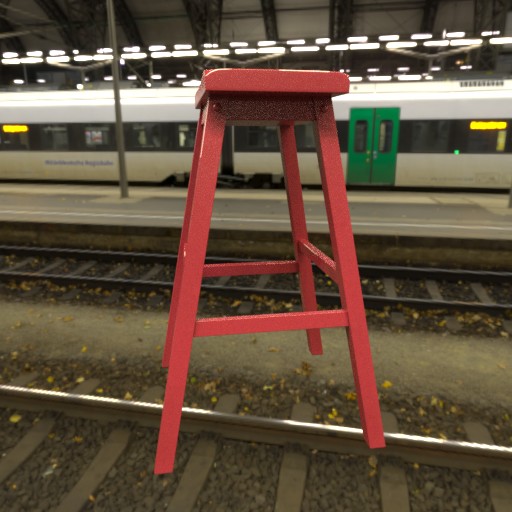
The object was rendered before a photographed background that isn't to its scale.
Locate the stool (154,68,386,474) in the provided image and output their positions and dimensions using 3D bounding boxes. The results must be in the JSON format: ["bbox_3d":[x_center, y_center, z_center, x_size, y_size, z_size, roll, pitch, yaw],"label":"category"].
[{"bbox_3d":[0.000,0.000,1.019,0.476,0.737,0.457,-2,15,-9],"label":"stool"}]
